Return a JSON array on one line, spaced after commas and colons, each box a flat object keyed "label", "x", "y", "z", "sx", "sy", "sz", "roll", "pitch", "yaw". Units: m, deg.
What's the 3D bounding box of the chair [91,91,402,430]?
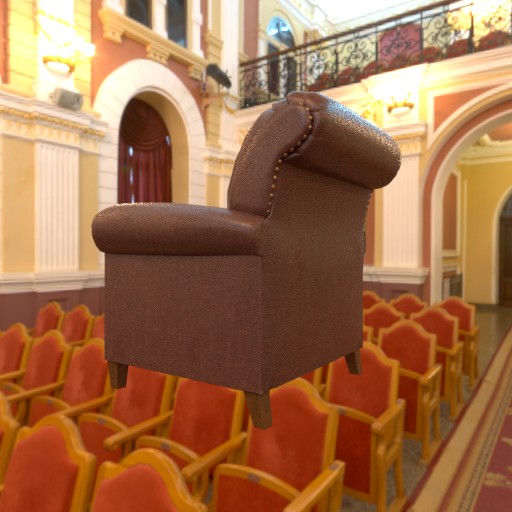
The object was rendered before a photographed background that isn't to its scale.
[{"label": "chair", "x": 0.000, "y": 0.000, "z": 1.625, "sx": 0.890, "sy": 0.927, "sz": 0.854, "roll": 0, "pitch": 1, "yaw": 35}]
